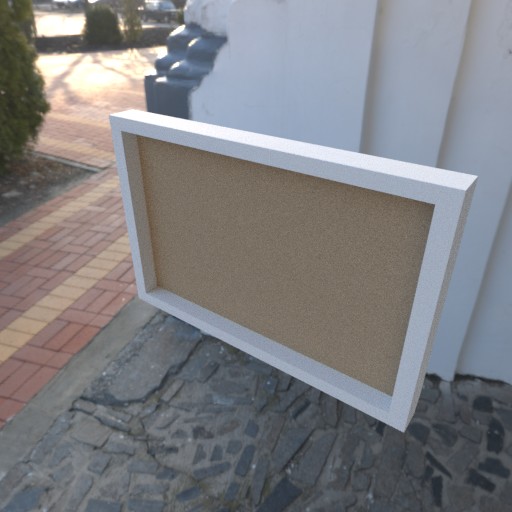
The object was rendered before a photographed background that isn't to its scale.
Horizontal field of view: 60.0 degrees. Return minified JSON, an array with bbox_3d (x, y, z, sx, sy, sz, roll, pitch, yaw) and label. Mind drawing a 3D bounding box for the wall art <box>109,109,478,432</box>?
[{"bbox_3d":[0.000,0.000,0.480,0.384,0.254,0.039,20,36,31],"label":"wall art"}]
